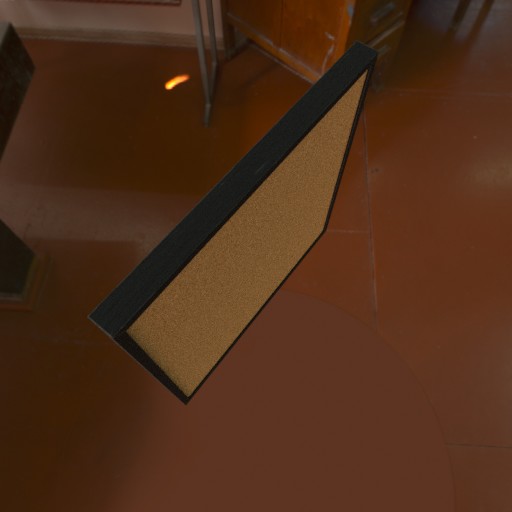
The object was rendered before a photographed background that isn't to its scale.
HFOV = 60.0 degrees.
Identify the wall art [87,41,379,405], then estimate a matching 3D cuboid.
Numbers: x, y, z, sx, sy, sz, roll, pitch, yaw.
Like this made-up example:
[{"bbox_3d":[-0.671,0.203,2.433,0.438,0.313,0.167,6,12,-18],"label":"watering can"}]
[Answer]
[{"bbox_3d":[0.000,0.000,0.752,0.036,0.506,0.506,35,69,15],"label":"wall art"}]
